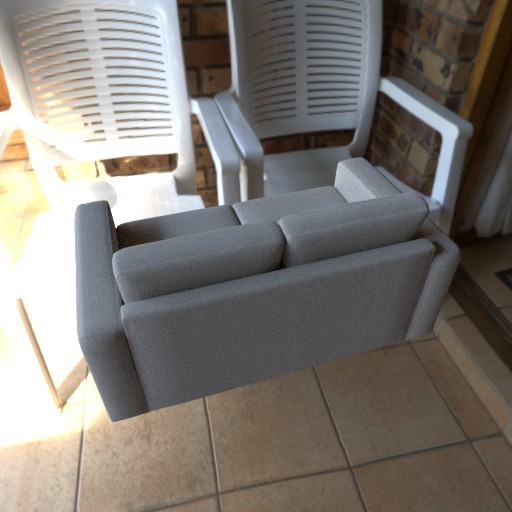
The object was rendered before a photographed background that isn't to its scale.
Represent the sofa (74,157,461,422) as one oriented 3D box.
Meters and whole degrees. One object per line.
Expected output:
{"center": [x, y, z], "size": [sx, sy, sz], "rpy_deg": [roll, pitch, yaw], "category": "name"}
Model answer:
{"center": [0.000, 0.000, 2.070], "size": [1.540, 0.800, 0.900], "rpy_deg": [-12, 42, -14], "category": "sofa"}
